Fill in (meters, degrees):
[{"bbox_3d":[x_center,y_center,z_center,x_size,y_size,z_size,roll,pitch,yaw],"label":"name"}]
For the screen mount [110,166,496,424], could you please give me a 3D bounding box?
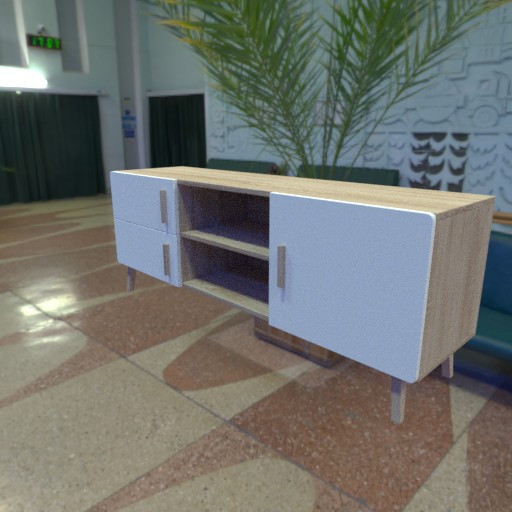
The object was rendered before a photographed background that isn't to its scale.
[{"bbox_3d":[0.000,0.000,1.699,0.420,0.570,1.500,-15,22,-43],"label":"screen mount"}]
